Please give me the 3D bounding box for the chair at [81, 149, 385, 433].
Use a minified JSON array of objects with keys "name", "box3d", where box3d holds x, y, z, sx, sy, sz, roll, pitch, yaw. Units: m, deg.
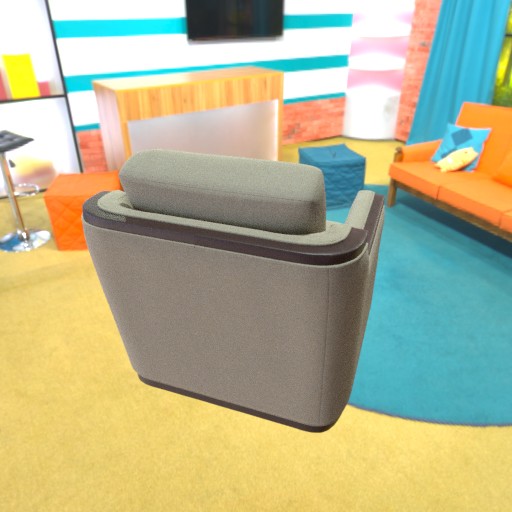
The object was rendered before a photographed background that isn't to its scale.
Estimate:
[{"name":"chair","box3d":[0.000,0.000,1.682,0.870,0.930,0.950,10,32,17]}]
